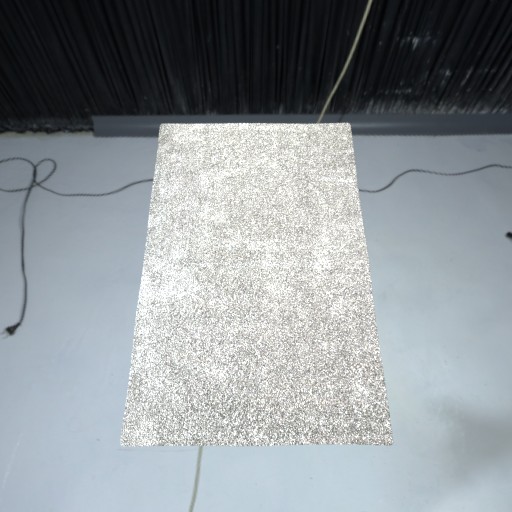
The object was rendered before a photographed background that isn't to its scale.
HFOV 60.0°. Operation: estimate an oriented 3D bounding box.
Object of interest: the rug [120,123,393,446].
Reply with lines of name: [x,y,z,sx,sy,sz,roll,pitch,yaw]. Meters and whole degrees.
rug: [0.000,0.000,2.972,1.502,0.025,2.350,0,63,0]
